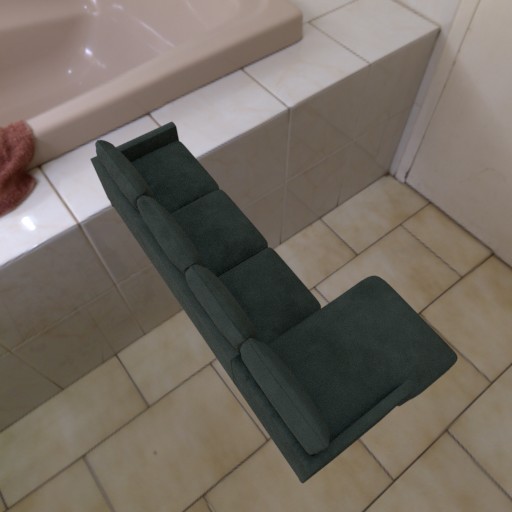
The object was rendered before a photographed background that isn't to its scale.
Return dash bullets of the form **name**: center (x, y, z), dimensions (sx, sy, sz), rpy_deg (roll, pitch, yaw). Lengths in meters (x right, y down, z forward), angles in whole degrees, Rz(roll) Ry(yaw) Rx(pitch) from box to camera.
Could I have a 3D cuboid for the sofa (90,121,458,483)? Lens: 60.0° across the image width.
- **sofa**: center (0.000, 0.000, 3.951), dimensions (1.500, 0.967, 3.400), rpy_deg (-31, 63, -18)
